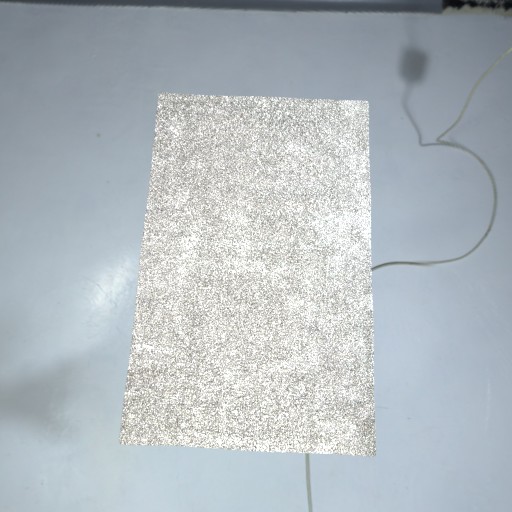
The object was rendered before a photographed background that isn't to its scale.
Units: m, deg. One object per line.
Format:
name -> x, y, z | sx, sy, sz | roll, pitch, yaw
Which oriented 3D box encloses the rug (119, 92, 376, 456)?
rug -> 0.000, 0.000, 2.881 | 1.502, 0.025, 2.350 | 2, 76, 1
